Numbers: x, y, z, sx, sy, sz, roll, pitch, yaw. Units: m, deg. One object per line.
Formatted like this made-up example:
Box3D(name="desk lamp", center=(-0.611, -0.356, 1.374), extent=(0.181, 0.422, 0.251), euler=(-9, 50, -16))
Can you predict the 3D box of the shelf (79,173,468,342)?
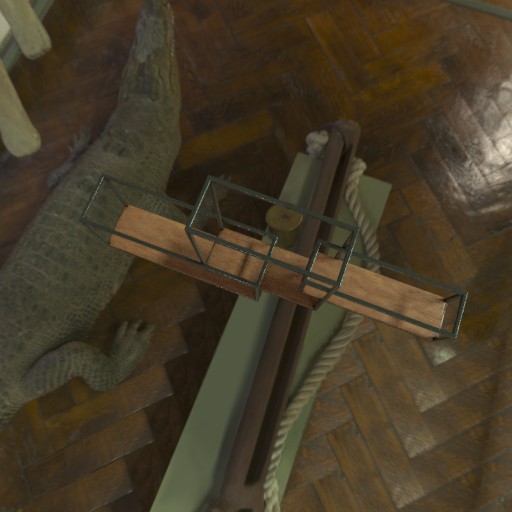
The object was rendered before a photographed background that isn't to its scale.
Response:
Box3D(name="shelf", center=(0.000, 0.000, 2.121), extent=(1.781, 0.972, 0.275), euler=(20, 77, 5))
